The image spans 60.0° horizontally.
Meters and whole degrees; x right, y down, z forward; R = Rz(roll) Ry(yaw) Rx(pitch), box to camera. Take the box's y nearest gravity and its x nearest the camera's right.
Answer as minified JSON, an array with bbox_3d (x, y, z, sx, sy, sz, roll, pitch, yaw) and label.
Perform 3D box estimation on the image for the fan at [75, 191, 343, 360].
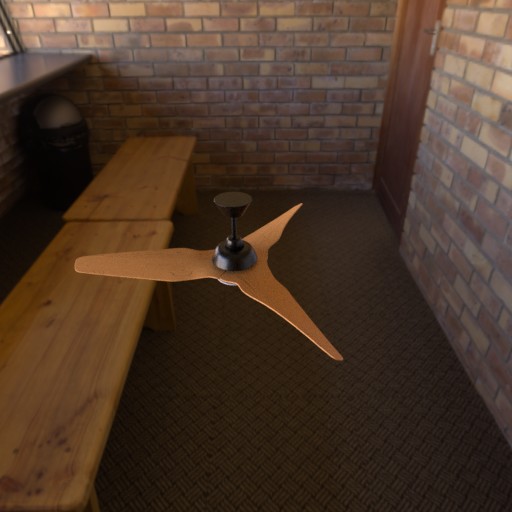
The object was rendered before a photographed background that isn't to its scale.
[{"bbox_3d":[0.000,0.000,1.666,1.142,0.355,1.010,-18,35,-28],"label":"fan"}]
